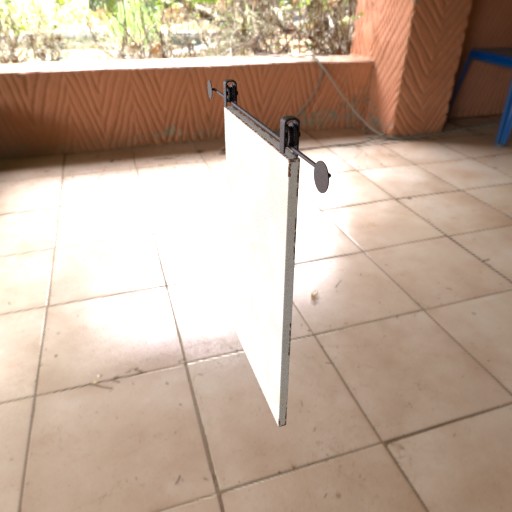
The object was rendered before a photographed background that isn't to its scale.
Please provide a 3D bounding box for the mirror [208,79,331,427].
[{"bbox_3d":[0.000,0.000,1.213,0.037,0.844,0.808,-10,33,-16],"label":"mirror"}]
